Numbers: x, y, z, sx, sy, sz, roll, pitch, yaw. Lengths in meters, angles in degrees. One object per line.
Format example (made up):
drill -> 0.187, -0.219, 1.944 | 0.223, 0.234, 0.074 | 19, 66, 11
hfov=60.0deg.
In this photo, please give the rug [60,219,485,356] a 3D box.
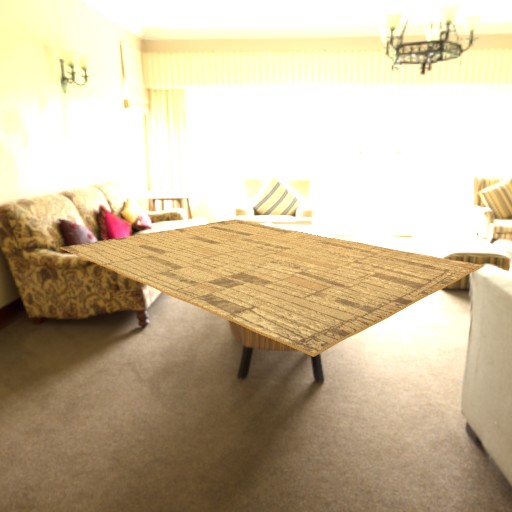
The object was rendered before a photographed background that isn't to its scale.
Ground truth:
rug -> 0.000, 0.000, 4.289 | 2.449, 0.019, 3.357 | -14, 20, -43
